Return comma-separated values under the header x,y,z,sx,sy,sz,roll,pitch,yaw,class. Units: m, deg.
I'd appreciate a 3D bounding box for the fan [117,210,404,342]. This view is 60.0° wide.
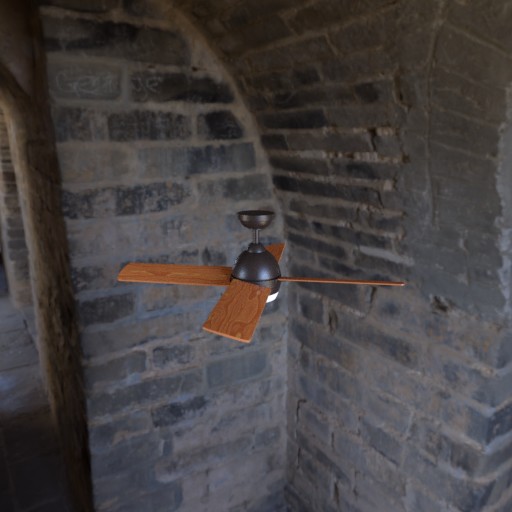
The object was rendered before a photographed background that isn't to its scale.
x,y,z,sx,sy,sz,roll,pitch,yaw,class
0.000,0.000,2.055,1.332,0.403,1.332,2,14,8,fan
